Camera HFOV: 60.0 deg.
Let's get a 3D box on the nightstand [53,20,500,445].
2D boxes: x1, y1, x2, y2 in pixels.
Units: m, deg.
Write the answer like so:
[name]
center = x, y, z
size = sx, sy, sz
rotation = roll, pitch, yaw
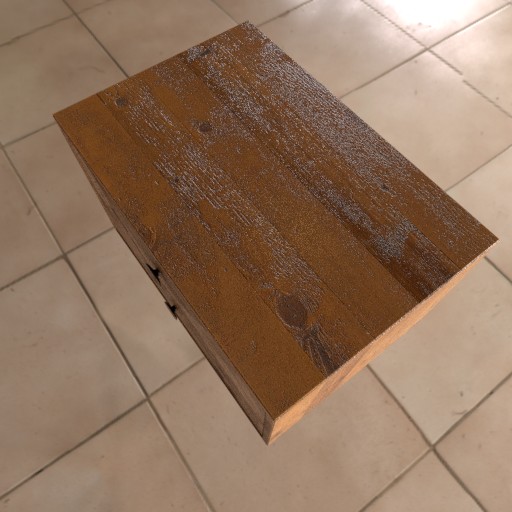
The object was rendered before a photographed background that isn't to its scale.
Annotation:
[nightstand]
center = 0.000, 0.000, 1.000
size = 0.450, 0.599, 0.650
rotation = -34, 68, -16
